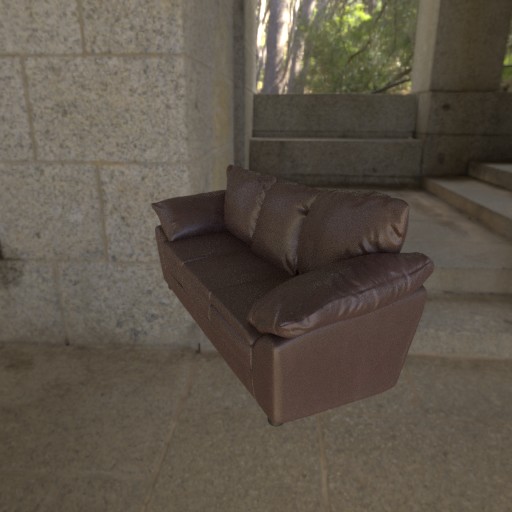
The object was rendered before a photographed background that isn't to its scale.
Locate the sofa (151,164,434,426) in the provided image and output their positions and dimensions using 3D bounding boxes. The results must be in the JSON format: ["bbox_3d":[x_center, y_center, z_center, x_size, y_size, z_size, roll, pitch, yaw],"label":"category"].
[{"bbox_3d":[0.000,0.000,2.974,0.907,1.091,2.390,-8,20,-24],"label":"sofa"}]
